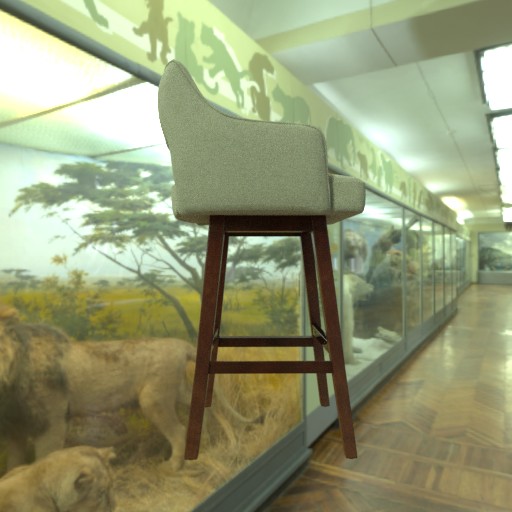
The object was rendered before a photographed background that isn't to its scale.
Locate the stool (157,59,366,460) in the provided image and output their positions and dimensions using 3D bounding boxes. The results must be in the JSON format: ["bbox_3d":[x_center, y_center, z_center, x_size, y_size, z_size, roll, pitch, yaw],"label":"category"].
[{"bbox_3d":[0.000,0.000,1.339,0.560,1.041,0.550,0,0,-1],"label":"stool"}]
